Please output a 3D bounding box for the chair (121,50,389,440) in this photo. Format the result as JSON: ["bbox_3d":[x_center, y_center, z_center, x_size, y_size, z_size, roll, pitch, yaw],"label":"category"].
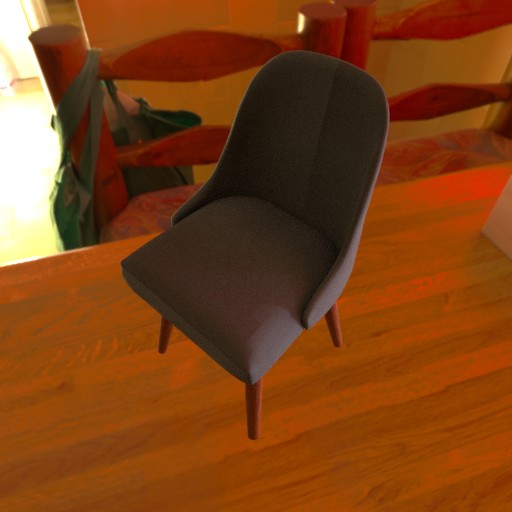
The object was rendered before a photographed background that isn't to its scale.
[{"bbox_3d":[0.000,0.000,1.210,0.503,0.882,0.589,35,57,27],"label":"chair"}]
